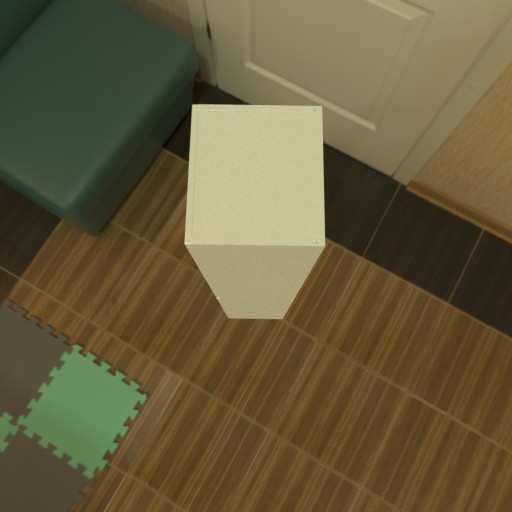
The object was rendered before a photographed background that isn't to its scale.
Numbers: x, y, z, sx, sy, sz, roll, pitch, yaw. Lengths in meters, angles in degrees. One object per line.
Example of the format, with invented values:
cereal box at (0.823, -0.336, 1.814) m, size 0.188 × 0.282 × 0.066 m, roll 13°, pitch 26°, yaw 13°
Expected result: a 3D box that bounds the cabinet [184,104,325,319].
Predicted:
cabinet at (0.000, 0.000, 1.562) m, size 0.269 × 1.400 × 0.300 m, roll 1°, pitch 76°, yaw 0°
